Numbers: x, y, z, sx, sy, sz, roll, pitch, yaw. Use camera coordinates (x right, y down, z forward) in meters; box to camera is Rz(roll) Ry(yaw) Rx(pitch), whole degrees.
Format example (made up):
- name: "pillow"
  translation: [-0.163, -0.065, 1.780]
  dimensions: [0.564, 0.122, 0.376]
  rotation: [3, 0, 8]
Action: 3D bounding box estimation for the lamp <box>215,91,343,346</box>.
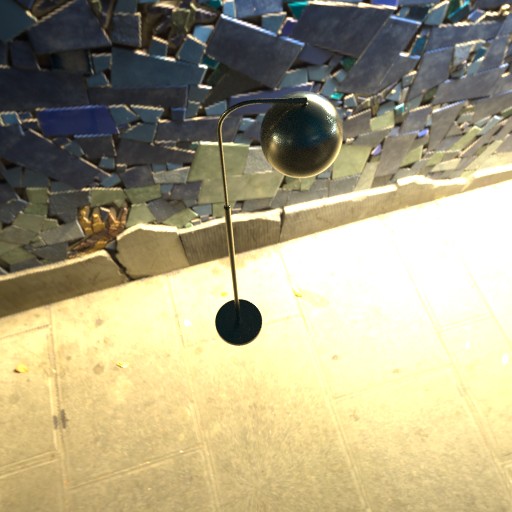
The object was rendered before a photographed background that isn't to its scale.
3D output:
- name: "lamp"
  translation: [0.000, 0.000, 1.673]
  dimensions: [0.431, 1.526, 0.250]
  rotation: [-1, 62, -1]
